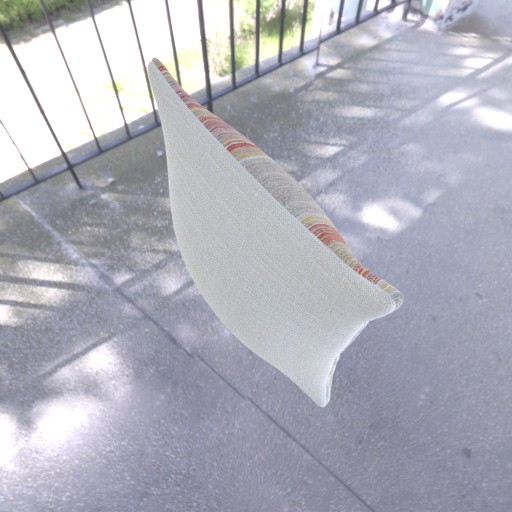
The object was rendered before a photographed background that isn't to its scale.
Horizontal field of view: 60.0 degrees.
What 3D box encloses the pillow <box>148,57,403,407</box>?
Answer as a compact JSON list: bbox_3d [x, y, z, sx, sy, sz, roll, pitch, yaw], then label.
[{"bbox_3d":[0.000,0.000,0.684,0.191,0.449,0.451,-33,64,-18],"label":"pillow"}]
